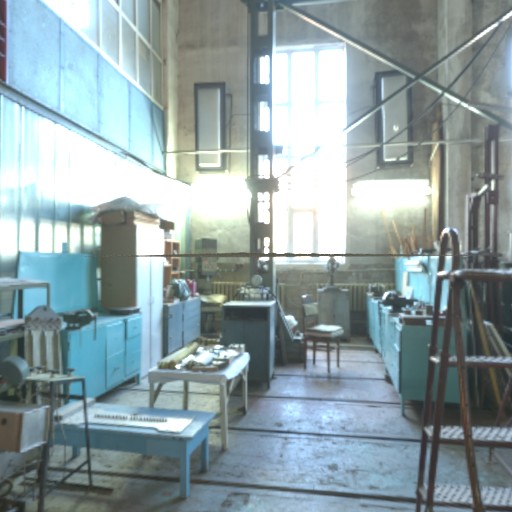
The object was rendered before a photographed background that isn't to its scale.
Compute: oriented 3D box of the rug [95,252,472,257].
[{"bbox_3d":[0.000,0.000,4.304,2.439,0.005,3.201,0,-1,-35],"label":"rug"}]
